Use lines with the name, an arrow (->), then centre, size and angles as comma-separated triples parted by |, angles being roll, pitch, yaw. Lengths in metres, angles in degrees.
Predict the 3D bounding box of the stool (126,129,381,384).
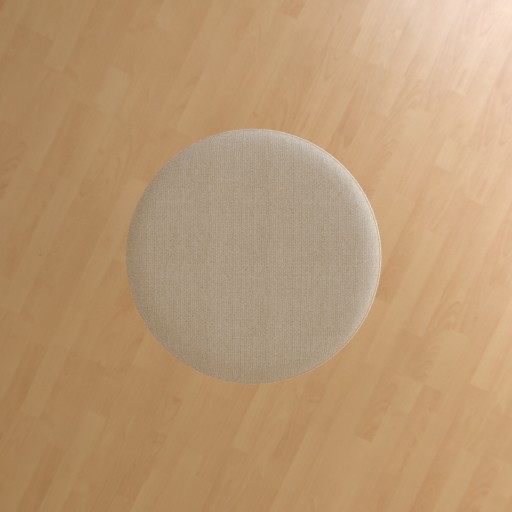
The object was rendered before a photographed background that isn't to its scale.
stool -> 0.000, 0.000, 1.076 | 0.446, 0.758, 0.446 | 0, 90, 1
